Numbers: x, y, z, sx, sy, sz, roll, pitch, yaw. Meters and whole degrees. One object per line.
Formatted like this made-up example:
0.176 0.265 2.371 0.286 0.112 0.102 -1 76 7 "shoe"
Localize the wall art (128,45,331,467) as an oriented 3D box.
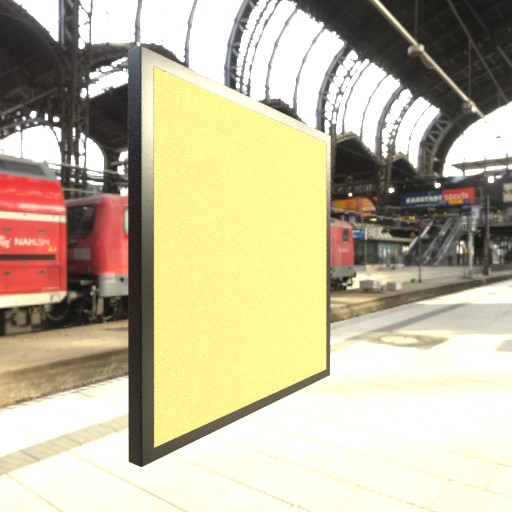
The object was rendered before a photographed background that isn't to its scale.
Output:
0.000 0.000 1.113 0.038 0.761 0.755 0 0 36 "wall art"
